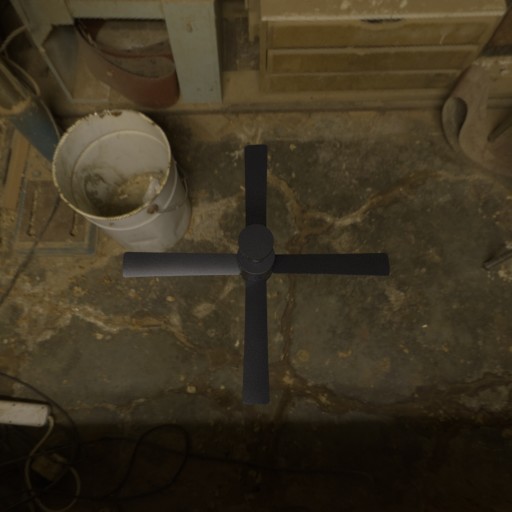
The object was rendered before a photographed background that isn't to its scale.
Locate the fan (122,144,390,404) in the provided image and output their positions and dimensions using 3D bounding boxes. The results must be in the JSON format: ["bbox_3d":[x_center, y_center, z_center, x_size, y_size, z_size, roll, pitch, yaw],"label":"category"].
[{"bbox_3d":[0.000,0.000,2.367,1.525,0.534,1.525,1,75,0],"label":"fan"}]
